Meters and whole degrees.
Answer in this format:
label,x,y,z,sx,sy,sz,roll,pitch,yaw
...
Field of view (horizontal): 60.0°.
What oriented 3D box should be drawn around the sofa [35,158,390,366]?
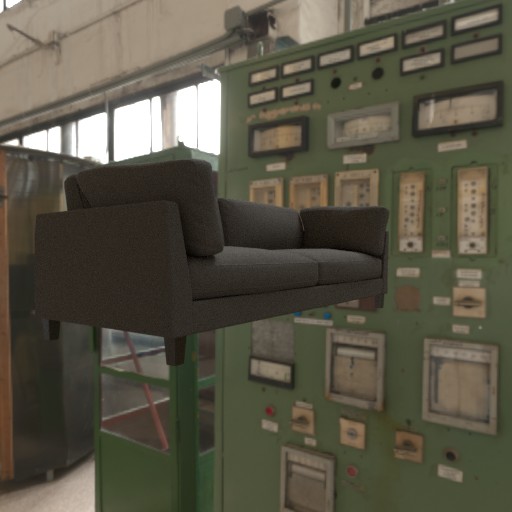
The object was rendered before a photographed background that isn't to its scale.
label,x,y,z,sx,sy,sz,roll,pitch,yaw
sofa,0.000,0.000,2.728,0.969,0.792,2.312,0,0,35
